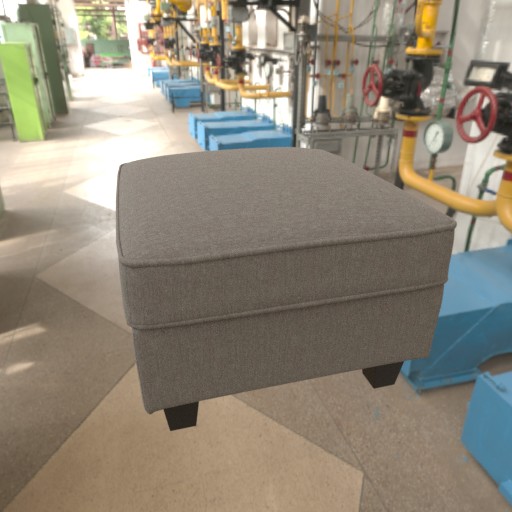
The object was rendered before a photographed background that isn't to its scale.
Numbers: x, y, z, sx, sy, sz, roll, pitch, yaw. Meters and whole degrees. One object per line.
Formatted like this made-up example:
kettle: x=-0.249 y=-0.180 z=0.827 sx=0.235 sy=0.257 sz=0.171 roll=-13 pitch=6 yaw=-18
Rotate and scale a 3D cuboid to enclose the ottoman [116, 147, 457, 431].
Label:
ottoman: x=0.000 y=0.000 z=1.414 sx=0.808 sy=0.612 sz=0.871 roll=-7 pitch=27 yaw=-14
